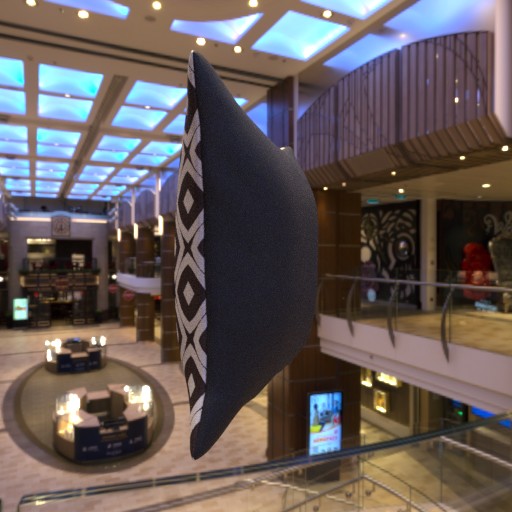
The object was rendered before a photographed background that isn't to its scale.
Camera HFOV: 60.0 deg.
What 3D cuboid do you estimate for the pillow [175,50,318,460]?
[{"bbox_3d":[0.000,0.000,0.768,0.188,0.494,0.504,0,0,17],"label":"pillow"}]
